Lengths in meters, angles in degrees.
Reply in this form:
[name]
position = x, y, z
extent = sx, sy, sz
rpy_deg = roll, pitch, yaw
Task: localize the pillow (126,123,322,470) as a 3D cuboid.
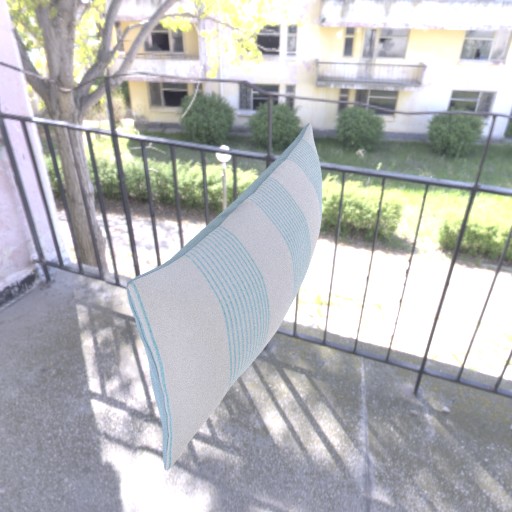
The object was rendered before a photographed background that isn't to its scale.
[pillow]
position = 0.000, 0.000, 0.721
extent = 0.151, 0.287, 0.610
rpy_deg = 12, 34, 19
